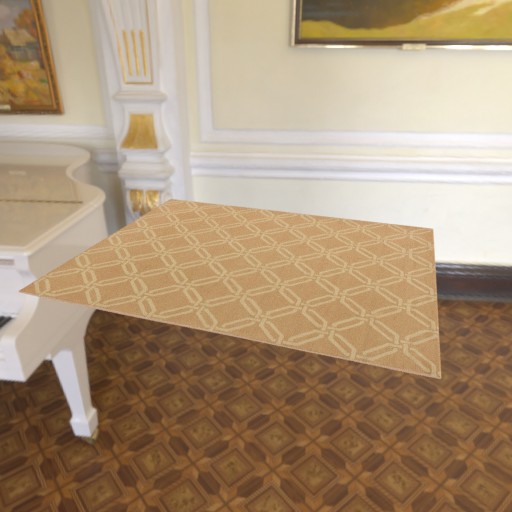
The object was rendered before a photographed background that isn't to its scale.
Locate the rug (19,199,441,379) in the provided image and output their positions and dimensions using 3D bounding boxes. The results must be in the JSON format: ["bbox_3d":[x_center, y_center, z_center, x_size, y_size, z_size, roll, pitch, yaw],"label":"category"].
[{"bbox_3d":[0.000,0.000,3.793,2.895,0.018,2.288,8,27,17],"label":"rug"}]
